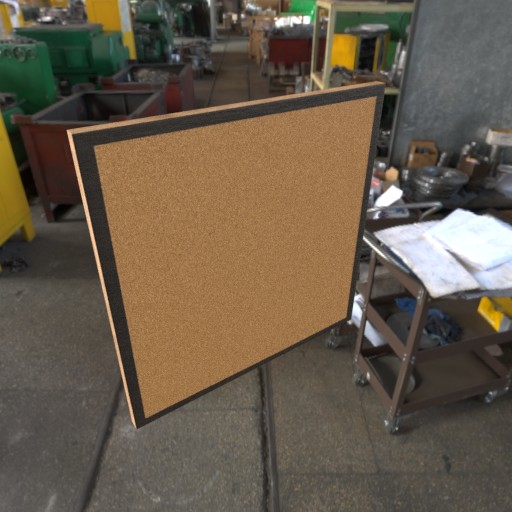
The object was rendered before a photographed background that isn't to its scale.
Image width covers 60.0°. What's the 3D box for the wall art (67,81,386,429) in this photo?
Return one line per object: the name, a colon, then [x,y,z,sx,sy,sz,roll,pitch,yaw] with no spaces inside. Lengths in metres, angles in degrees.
wall art: [0.000,0.000,1.027,0.695,0.691,0.029,-20,37,-29]
